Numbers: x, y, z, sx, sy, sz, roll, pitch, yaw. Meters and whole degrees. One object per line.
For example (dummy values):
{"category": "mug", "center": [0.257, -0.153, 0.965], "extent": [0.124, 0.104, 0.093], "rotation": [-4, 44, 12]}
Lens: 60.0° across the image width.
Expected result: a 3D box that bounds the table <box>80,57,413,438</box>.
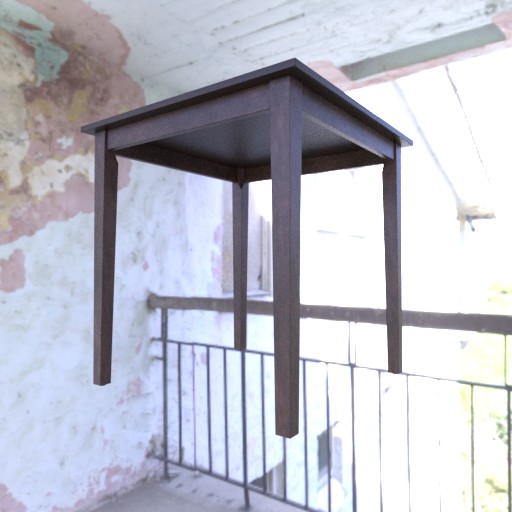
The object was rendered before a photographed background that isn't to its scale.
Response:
{"category": "table", "center": [0.000, 0.000, 1.394], "extent": [0.749, 0.770, 0.749], "rotation": [-1, -1, 37]}
